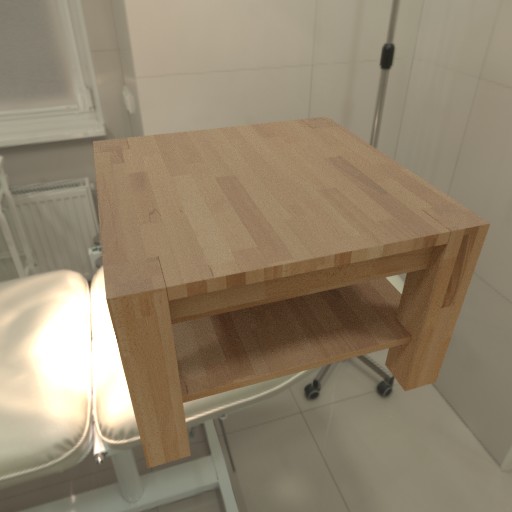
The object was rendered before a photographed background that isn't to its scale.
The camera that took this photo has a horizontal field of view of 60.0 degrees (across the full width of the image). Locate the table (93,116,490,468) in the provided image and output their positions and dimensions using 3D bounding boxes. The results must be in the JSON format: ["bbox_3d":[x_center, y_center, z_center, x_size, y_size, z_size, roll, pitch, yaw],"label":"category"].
[{"bbox_3d":[0.000,0.000,1.145,0.700,0.451,0.700,-11,36,-15],"label":"table"}]
